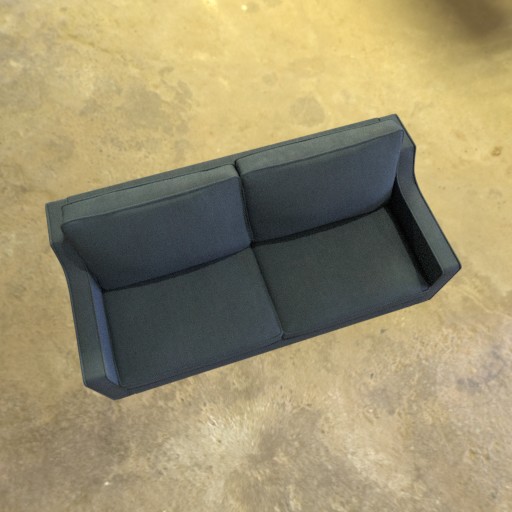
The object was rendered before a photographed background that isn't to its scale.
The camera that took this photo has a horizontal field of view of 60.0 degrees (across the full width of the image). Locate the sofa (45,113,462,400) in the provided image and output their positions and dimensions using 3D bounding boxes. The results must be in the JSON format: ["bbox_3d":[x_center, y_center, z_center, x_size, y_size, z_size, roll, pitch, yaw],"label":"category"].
[{"bbox_3d":[0.000,0.000,2.757,2.178,1.071,1.066,-16,66,-7],"label":"sofa"}]
